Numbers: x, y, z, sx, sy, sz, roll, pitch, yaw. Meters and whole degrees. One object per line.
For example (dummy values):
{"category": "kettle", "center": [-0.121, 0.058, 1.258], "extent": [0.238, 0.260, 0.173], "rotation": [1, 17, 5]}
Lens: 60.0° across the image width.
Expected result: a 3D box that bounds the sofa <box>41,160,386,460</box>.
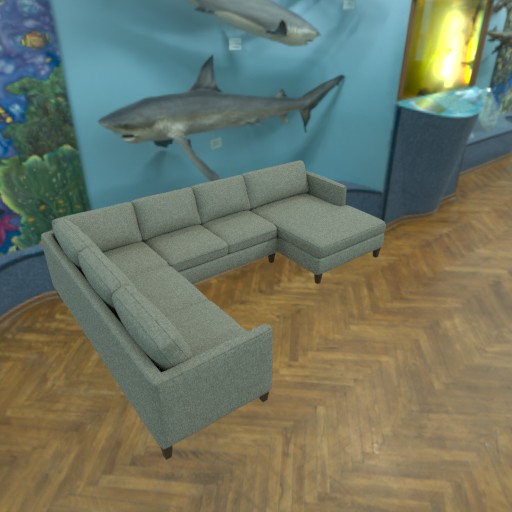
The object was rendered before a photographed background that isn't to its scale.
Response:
{"category": "sofa", "center": [0.000, 0.000, 4.436], "extent": [3.403, 0.889, 2.551], "rotation": [-20, 35, -32]}
